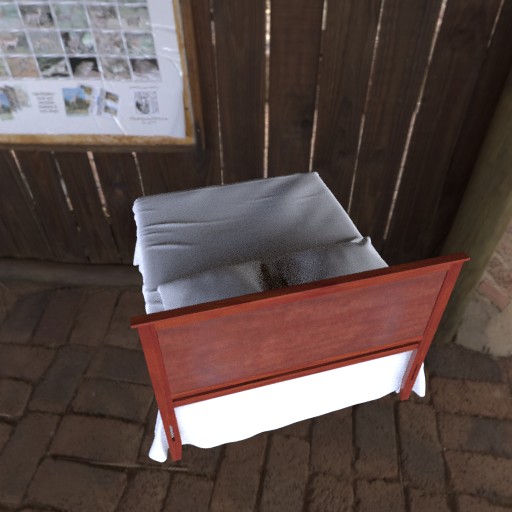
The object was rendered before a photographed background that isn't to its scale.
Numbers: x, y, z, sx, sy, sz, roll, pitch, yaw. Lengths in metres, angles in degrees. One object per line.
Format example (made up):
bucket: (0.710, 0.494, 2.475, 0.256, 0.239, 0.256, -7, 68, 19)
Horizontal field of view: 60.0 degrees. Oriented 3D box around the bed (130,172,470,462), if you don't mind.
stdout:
bed: (0.000, 0.000, 3.184, 1.870, 1.270, 2.050, -10, 42, -12)
